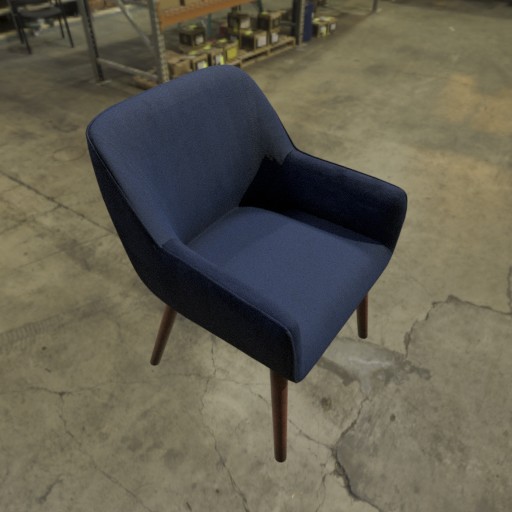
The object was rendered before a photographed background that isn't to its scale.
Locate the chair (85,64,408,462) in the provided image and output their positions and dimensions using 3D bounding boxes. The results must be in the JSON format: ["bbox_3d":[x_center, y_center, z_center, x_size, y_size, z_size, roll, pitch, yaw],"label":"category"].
[{"bbox_3d":[0.000,0.000,1.221,0.600,0.820,0.600,25,47,26],"label":"chair"}]
